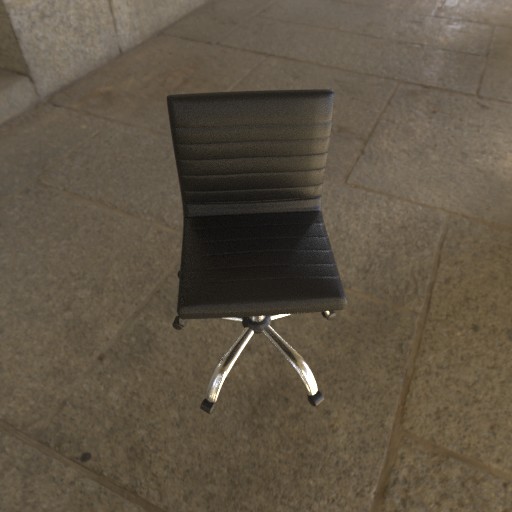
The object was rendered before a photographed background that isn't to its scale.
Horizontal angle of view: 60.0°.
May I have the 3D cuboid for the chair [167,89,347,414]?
[{"bbox_3d":[0.000,0.000,1.194,0.556,0.780,0.530,-3,47,-3],"label":"chair"}]
